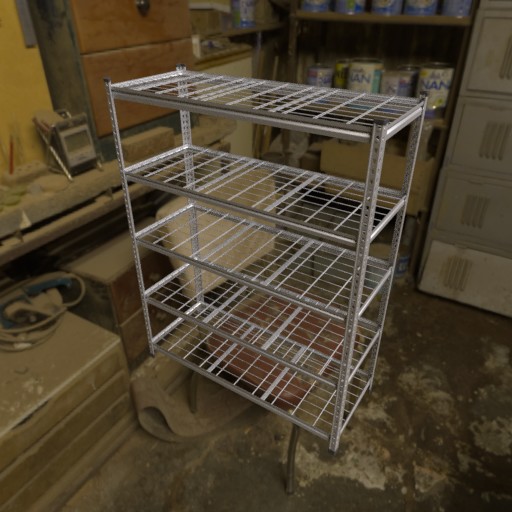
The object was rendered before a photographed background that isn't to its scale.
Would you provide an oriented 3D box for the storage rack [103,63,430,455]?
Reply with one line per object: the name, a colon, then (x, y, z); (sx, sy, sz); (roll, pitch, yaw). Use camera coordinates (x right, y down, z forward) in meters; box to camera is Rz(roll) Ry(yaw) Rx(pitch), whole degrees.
storage rack: (0.000, 0.000, 2.698); (1.524, 1.981, 0.610); (19, 36, 28)
